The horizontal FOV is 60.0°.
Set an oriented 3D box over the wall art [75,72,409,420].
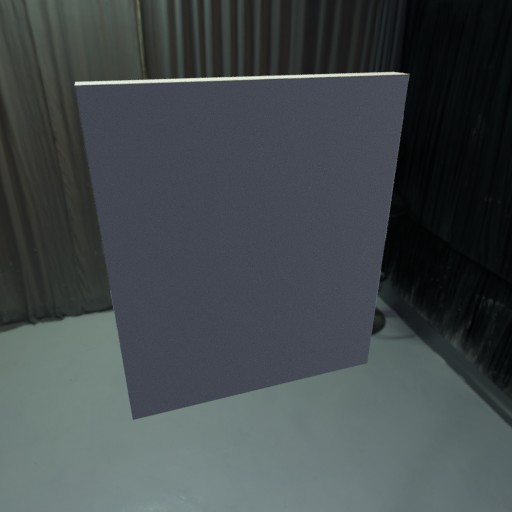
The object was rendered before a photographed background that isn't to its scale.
[{"bbox_3d":[0.000,0.000,0.682,0.435,0.511,0.037,-9,28,-16],"label":"wall art"}]
